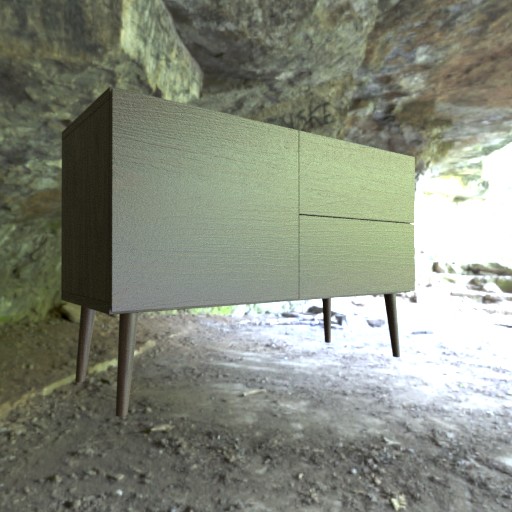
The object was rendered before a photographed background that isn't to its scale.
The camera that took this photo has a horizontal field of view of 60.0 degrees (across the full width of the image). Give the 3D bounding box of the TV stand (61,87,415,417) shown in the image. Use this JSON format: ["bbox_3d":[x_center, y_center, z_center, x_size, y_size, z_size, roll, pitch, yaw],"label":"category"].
[{"bbox_3d":[0.000,0.000,1.311,0.990,0.660,0.405,0,0,-36],"label":"TV stand"}]
